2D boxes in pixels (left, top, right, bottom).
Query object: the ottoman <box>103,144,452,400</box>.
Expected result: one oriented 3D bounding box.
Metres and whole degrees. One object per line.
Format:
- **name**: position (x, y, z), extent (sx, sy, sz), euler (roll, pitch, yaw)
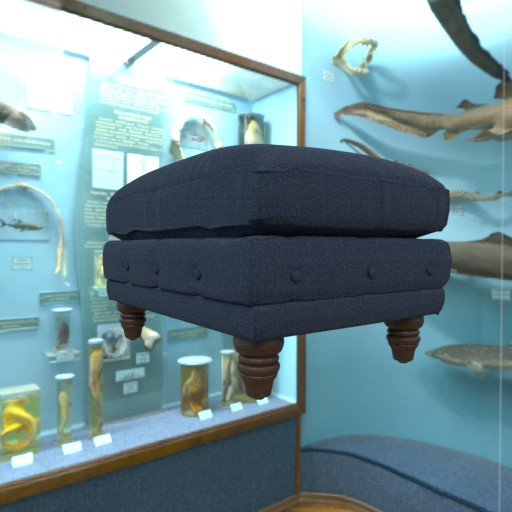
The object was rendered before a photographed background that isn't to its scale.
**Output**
- **ottoman**: position (0.000, 0.000, 1.141), extent (0.558, 0.486, 0.767), euler (-1, 1, -36)
